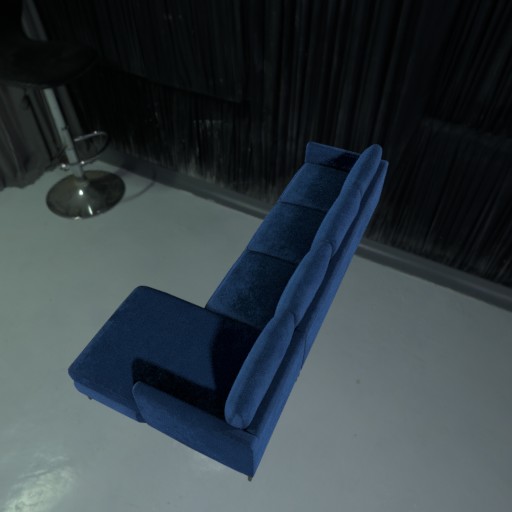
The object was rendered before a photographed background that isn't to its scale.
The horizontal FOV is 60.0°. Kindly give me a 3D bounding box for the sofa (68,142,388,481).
[{"bbox_3d":[0.000,0.000,3.550,1.350,0.810,2.932,20,50,17],"label":"sofa"}]
